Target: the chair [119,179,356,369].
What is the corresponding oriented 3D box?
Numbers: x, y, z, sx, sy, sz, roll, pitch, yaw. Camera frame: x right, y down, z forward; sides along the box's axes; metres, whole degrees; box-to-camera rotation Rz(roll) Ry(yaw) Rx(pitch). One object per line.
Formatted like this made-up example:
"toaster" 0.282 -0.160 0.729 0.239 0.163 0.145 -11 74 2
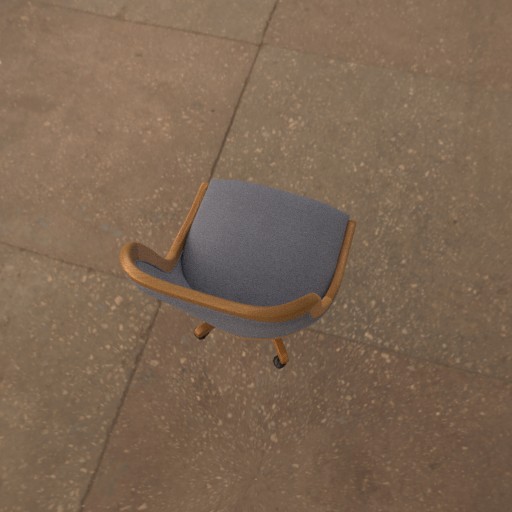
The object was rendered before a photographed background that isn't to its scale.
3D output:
"chair" 0.000 0.000 1.418 0.605 1.031 0.735 16 64 8
